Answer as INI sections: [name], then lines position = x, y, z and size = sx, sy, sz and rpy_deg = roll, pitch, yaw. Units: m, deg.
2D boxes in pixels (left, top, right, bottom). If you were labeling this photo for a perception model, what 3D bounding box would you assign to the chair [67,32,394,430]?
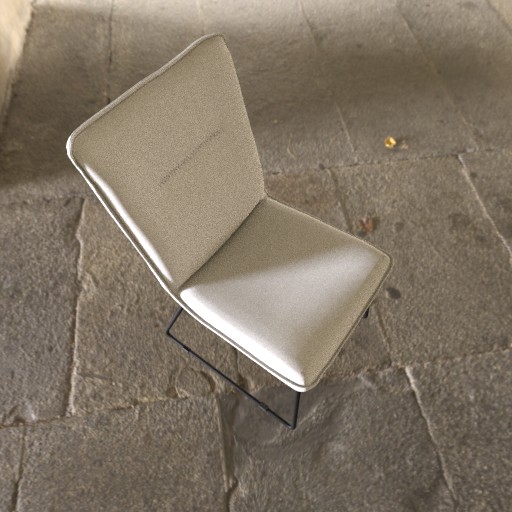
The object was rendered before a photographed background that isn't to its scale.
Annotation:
[chair]
position = 0.000, 0.000, 1.301
size = 0.688, 0.930, 0.515
rpy_deg = 32, 64, 18
